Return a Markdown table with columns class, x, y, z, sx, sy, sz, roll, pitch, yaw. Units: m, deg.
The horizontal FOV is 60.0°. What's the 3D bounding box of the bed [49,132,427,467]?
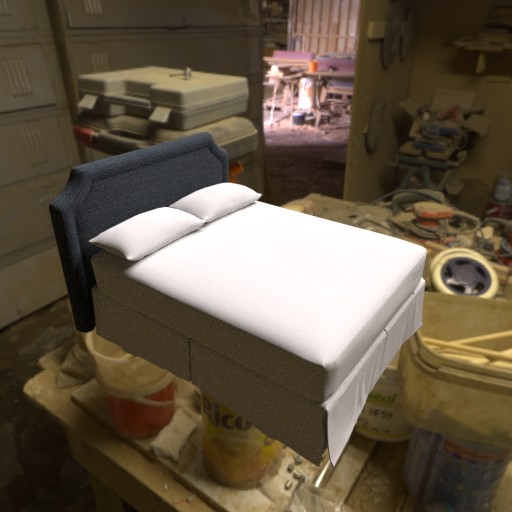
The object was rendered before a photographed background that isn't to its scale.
| class | x | y | z | sx | sy | sz | roll | pitch | yaw |
| --- | --- | --- | --- | --- | --- | --- | --- | --- | --- |
| bed | 0.000 | 0.000 | 3.278 | 2.208 | 1.297 | 1.828 | 19 | 34 | 31 |
